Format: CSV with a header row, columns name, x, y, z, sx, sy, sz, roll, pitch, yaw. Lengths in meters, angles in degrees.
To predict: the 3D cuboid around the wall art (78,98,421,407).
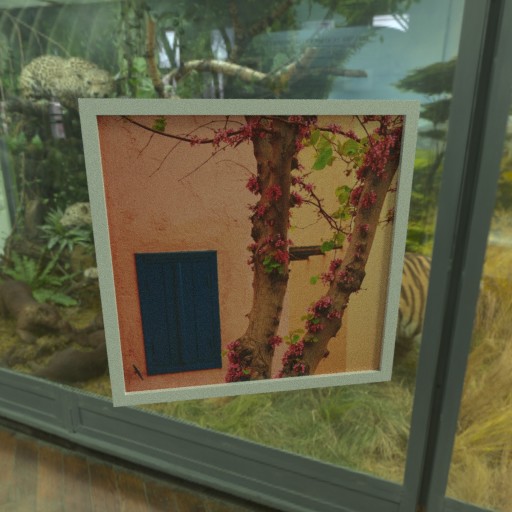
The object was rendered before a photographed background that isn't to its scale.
name,x,y,z,sx,sy,sz,roll,pitch,yaw
wall art,0.000,0.000,0.454,0.305,0.302,0.038,-3,18,-9
